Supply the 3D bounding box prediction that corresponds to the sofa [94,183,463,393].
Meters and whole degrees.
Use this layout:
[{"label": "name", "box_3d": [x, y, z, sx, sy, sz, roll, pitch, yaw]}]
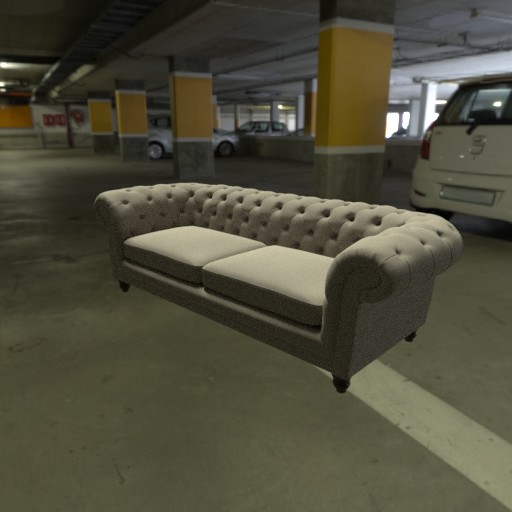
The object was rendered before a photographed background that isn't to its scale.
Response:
[{"label": "sofa", "box_3d": [0.000, 0.000, 2.864, 2.411, 0.749, 0.991, 15, 22, 41]}]
